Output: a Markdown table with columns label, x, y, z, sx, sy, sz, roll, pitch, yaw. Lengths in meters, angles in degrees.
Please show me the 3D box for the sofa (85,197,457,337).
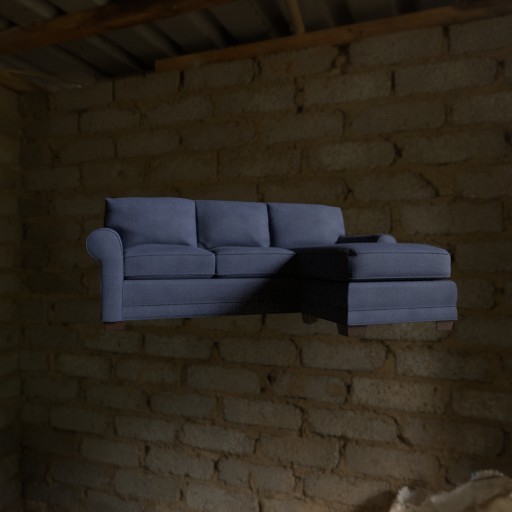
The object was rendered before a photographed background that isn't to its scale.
| label | x | y | z | sx | sy | sz | roll | pitch | yaw |
| --- | --- | --- | --- | --- | --- | --- | --- | --- | --- |
| sofa | 0.000 | 0.000 | 3.571 | 2.567 | 1.063 | 1.780 | 0 | 0 | -19 |
